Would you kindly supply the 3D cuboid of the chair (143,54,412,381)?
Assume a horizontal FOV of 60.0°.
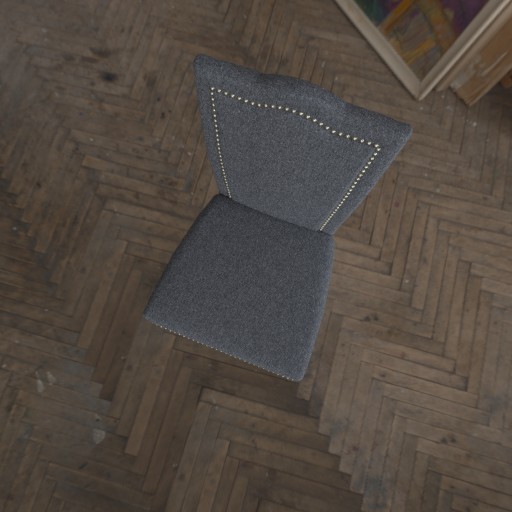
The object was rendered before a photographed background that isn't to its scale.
[{"bbox_3d":[0.000,0.000,1.314,0.518,0.946,0.589,21,76,5],"label":"chair"}]
